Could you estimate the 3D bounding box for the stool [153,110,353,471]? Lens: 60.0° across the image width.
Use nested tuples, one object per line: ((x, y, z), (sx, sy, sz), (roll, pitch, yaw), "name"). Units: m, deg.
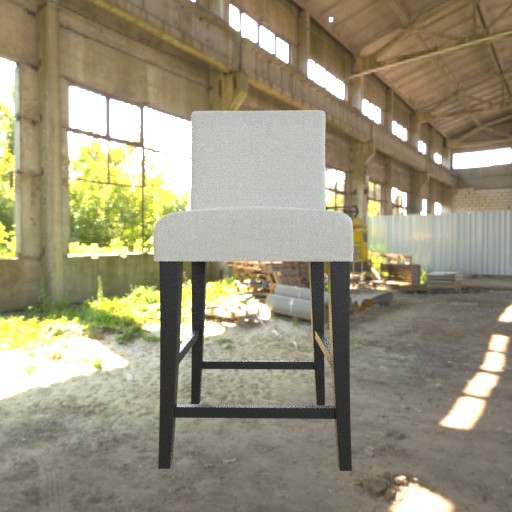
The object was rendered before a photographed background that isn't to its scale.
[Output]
((0.000, 0.000, 1.278), (0.452, 0.976, 0.597), (0, 1, 1), "stool")
